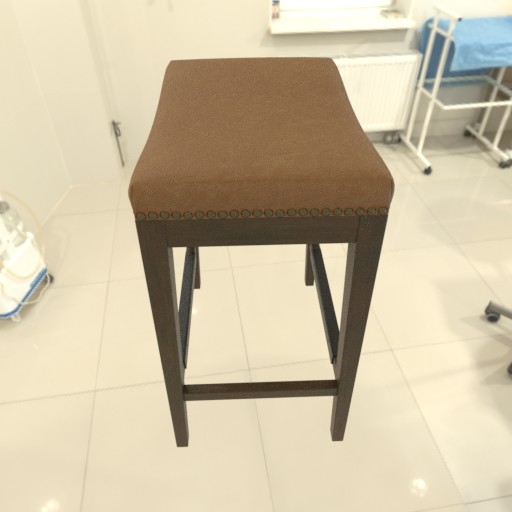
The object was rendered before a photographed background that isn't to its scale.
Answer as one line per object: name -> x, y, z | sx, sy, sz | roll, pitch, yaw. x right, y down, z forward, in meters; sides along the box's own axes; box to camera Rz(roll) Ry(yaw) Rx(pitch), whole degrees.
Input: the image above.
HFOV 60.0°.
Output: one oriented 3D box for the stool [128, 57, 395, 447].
stool -> 0.000, 0.000, 0.931 | 0.361, 0.660, 0.500 | -1, 42, -2
